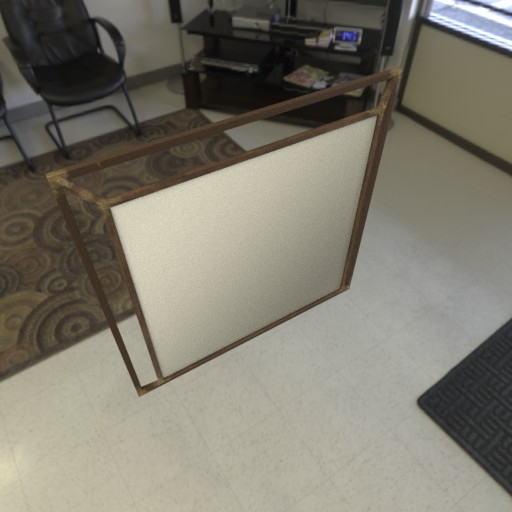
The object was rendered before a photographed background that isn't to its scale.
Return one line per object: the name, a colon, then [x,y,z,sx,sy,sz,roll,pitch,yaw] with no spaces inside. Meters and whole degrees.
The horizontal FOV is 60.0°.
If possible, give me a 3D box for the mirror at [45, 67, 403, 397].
mirror: [0.000,0.000,0.886,0.610,0.610,0.032,-24,51,-21]
